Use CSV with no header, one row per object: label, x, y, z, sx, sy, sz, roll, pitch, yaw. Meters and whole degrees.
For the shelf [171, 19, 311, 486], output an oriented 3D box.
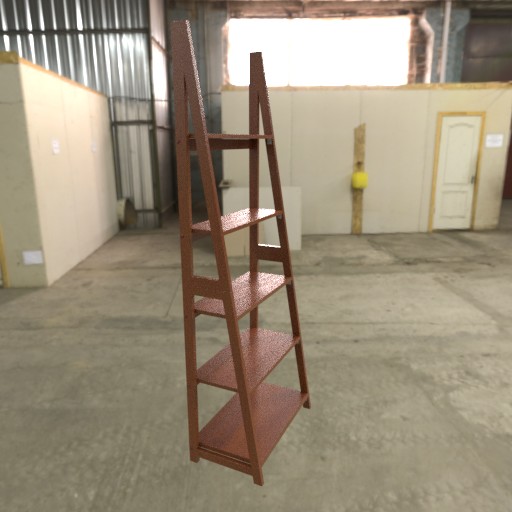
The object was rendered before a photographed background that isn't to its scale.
shelf,0.000,0.000,1.952,0.356,1.780,0.630,7,16,25
